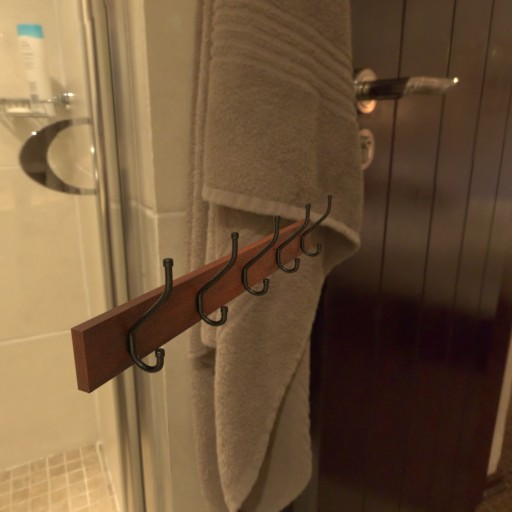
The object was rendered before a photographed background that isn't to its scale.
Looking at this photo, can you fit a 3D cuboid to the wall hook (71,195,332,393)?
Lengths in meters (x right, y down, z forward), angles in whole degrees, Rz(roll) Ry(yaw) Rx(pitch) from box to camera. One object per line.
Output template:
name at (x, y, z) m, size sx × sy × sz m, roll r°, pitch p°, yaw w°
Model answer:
wall hook at (0.000, 0.000, 0.611) m, size 0.071 × 0.117 × 0.571 m, roll 8°, pitch 17°, yaw 25°
